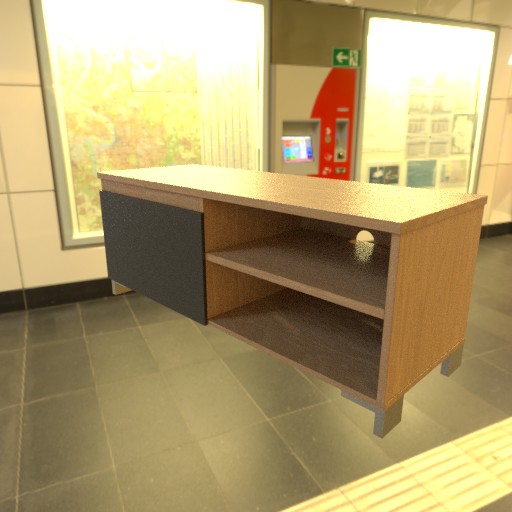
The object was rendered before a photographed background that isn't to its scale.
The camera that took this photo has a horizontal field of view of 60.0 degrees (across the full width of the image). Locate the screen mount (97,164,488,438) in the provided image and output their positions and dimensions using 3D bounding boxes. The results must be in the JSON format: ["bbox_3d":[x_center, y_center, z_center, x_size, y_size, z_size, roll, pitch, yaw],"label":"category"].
[{"bbox_3d":[0.000,0.000,1.294,0.406,0.432,1.084,-16,23,-42],"label":"screen mount"}]
